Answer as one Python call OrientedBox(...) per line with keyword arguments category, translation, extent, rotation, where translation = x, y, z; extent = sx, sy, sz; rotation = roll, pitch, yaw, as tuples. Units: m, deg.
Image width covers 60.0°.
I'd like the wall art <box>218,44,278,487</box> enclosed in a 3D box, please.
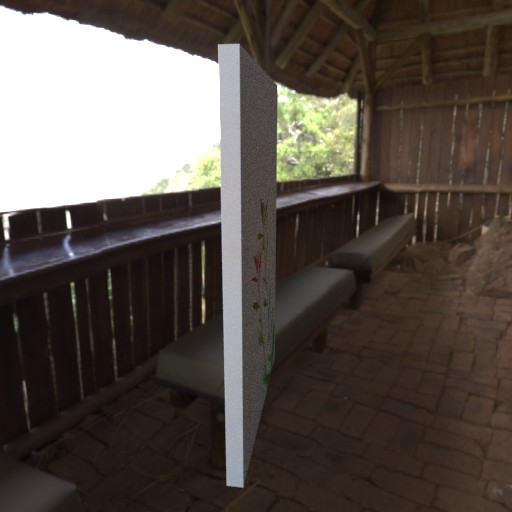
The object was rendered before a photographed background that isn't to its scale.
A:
OrientedBox(category="wall art", translation=(0.000, 0.000, 1.174), extent=(0.039, 0.915, 0.612), rotation=(2, 15, 9))
